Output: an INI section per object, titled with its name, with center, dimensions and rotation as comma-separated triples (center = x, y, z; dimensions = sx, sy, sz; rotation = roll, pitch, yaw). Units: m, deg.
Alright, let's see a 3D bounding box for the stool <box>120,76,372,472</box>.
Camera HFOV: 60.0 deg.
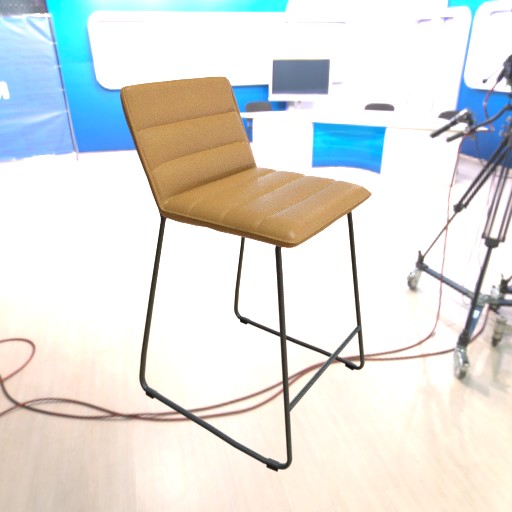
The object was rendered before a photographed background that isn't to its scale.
[stool]
center = 0.000, 0.000, 1.193
dimensions = 0.524, 0.866, 0.489
rotation = 18, 31, 31
